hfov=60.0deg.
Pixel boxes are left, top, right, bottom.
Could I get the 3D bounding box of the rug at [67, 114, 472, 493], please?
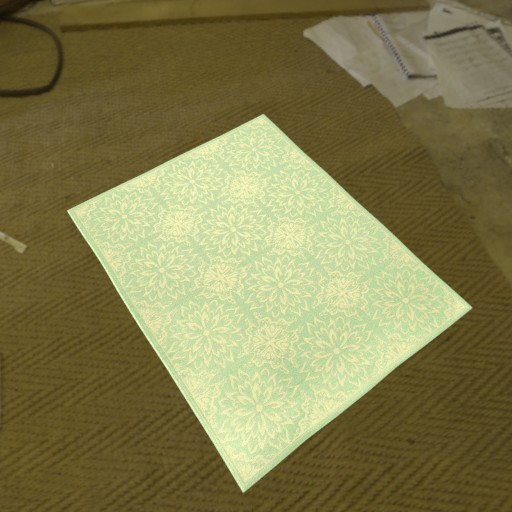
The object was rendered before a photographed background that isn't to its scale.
[{"bbox_3d":[0.000,0.000,4.016,2.363,0.012,2.980,-31,63,-18],"label":"rug"}]
